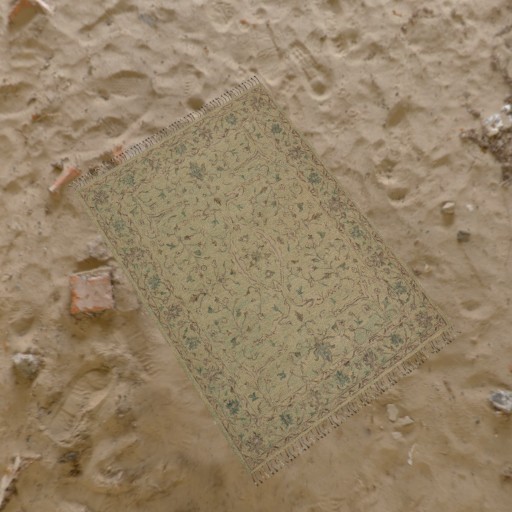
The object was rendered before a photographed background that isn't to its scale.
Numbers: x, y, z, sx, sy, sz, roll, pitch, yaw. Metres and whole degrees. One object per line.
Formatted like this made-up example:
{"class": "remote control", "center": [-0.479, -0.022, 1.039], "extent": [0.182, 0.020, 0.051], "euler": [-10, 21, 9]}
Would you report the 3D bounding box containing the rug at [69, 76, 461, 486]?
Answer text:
{"class": "rug", "center": [0.000, 0.000, 2.290], "extent": [1.247, 0.008, 1.802], "euler": [-33, 77, -8]}
